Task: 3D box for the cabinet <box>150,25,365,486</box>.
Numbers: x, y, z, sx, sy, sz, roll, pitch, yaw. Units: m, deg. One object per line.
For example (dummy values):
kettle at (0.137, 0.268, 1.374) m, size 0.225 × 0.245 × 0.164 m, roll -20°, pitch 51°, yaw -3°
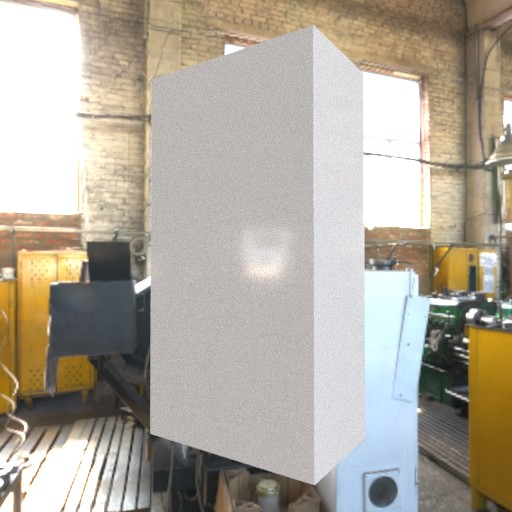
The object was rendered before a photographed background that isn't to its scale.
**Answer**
cabinet at (0.000, 0.000, 2.356) m, size 0.980 × 1.920 × 0.580 m, roll -1°, pitch -1°, yaw 34°
